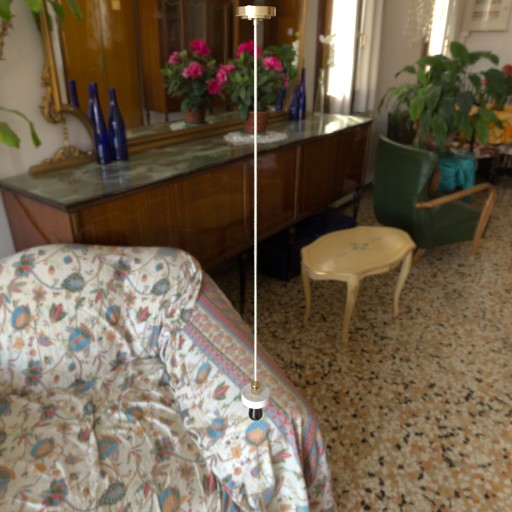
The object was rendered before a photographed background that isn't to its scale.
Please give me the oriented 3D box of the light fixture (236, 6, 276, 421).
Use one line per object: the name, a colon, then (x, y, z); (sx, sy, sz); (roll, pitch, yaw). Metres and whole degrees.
light fixture: (0.000, 0.000, 1.704); (0.129, 1.669, 0.129); (1, 25, 1)
